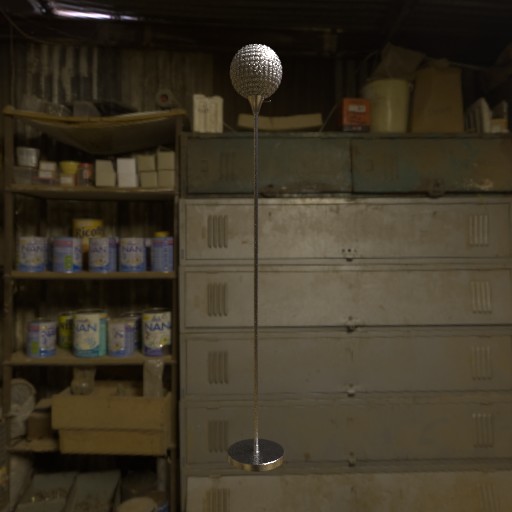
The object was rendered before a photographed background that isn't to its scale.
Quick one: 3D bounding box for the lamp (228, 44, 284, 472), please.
[{"bbox_3d":[0.000,0.000,1.967,0.254,1.805,0.254,0,1,0],"label":"lamp"}]
